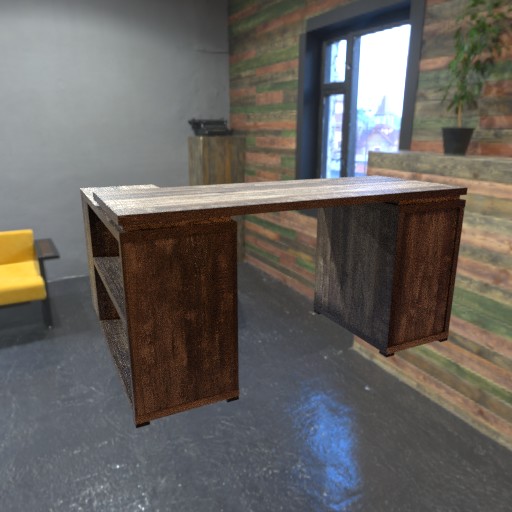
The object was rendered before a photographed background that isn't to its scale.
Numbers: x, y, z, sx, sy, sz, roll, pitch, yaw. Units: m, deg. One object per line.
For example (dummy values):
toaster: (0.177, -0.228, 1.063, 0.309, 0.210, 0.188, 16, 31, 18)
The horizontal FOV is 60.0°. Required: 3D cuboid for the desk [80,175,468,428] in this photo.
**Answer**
desk: (0.000, 0.000, 2.283, 1.524, 0.753, 1.200, -8, 18, -25)
